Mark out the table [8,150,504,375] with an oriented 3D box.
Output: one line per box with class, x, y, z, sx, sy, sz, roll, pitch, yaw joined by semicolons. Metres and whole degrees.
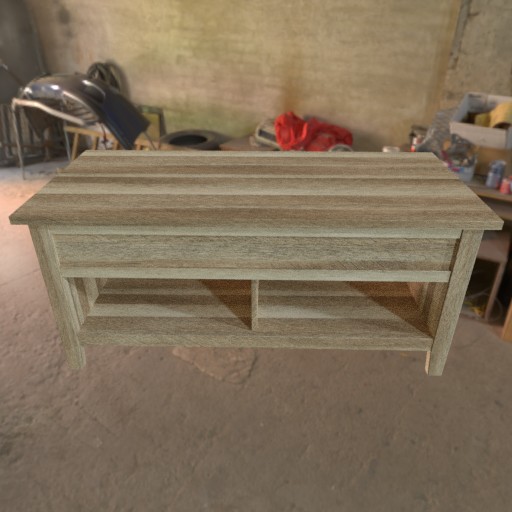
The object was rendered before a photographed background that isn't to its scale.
table;0.000;0.000;1.312;1.095;0.480;0.493;1;31;1
